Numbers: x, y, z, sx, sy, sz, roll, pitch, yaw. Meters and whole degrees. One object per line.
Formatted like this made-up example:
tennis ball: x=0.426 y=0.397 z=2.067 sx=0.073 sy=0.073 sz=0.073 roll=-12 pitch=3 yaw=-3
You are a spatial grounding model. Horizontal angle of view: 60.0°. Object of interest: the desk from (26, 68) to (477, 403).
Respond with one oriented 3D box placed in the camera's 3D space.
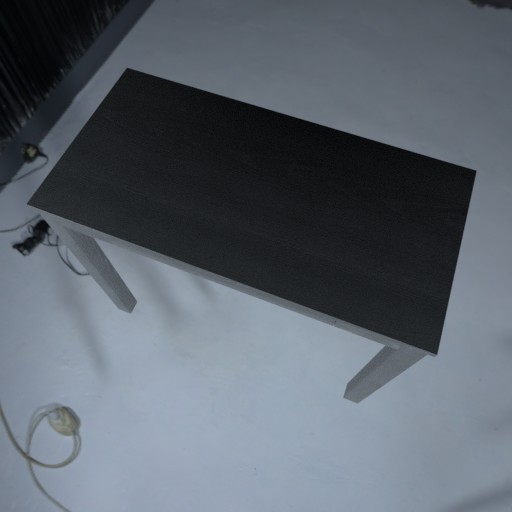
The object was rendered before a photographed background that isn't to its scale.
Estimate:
desk: x=0.000 y=0.000 z=1.427 sx=0.991 sy=0.762 sz=0.499 roll=19 pitch=65 yaw=9
